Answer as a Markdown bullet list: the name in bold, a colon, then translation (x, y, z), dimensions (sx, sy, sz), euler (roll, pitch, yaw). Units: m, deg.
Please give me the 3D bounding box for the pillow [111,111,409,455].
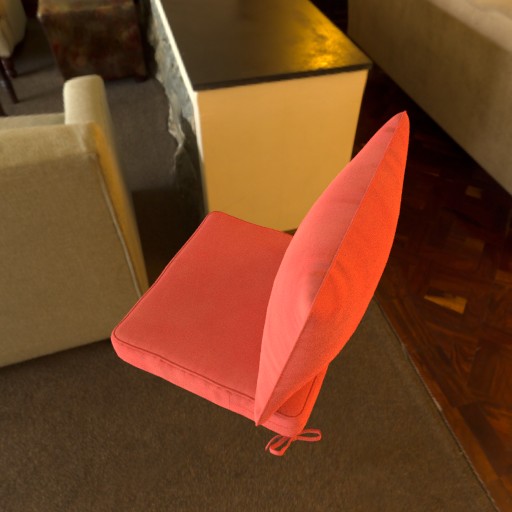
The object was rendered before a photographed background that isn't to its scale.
- **pillow**: translation (0.000, 0.000, 1.337), dimensions (0.733, 0.725, 0.798), euler (19, 50, 17)
